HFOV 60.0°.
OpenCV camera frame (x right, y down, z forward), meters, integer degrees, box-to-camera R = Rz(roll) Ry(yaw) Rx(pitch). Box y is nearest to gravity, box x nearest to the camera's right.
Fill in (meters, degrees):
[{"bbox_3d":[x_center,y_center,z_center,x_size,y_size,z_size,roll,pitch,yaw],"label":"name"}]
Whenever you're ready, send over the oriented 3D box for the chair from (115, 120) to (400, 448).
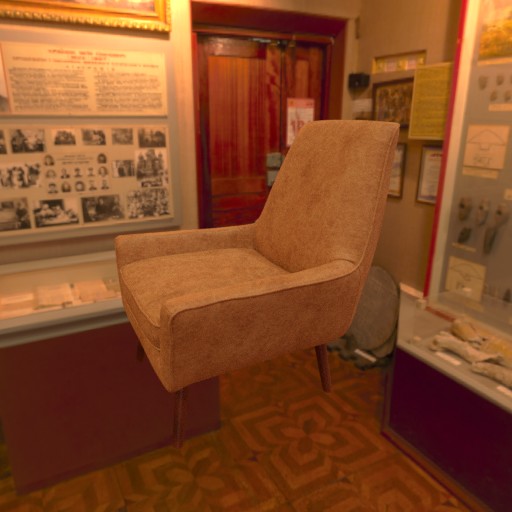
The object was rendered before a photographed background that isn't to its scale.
[{"bbox_3d":[0.000,0.000,1.508,0.851,0.883,0.753,-8,19,-25],"label":"chair"}]
